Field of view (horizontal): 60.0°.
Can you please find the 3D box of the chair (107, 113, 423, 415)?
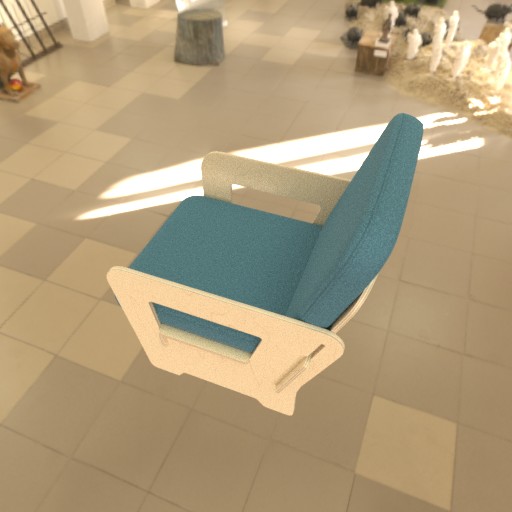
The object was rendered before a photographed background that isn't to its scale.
[{"bbox_3d":[0.000,0.000,1.187,0.657,0.747,0.547,15,47,15],"label":"chair"}]
